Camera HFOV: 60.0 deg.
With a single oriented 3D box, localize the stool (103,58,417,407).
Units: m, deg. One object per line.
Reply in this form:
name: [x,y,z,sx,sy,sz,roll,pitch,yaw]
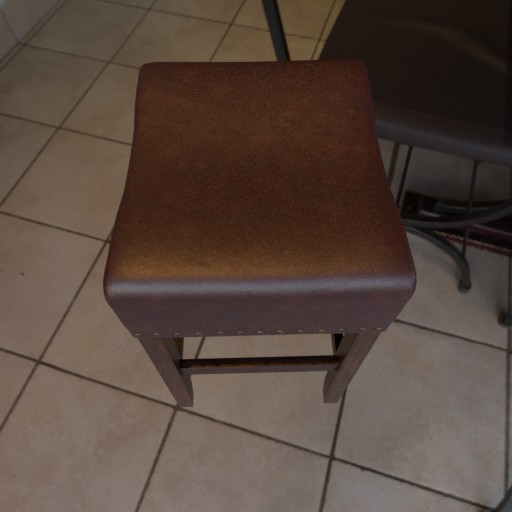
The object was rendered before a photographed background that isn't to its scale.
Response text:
stool: [0.000,0.000,0.910,0.397,0.608,0.465,-1,59,-1]
